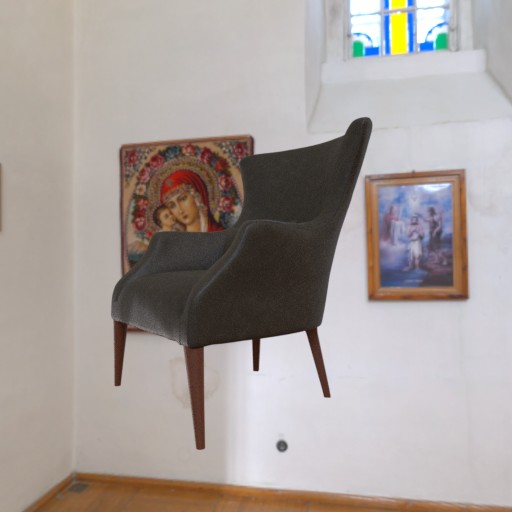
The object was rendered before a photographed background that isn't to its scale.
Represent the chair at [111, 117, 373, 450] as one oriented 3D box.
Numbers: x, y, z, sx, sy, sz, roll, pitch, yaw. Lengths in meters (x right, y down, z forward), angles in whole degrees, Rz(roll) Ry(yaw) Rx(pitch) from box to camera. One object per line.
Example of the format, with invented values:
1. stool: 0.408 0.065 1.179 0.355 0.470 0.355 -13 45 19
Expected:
1. chair: 0.000 0.000 1.781 0.954 1.068 0.819 0 0 -35
